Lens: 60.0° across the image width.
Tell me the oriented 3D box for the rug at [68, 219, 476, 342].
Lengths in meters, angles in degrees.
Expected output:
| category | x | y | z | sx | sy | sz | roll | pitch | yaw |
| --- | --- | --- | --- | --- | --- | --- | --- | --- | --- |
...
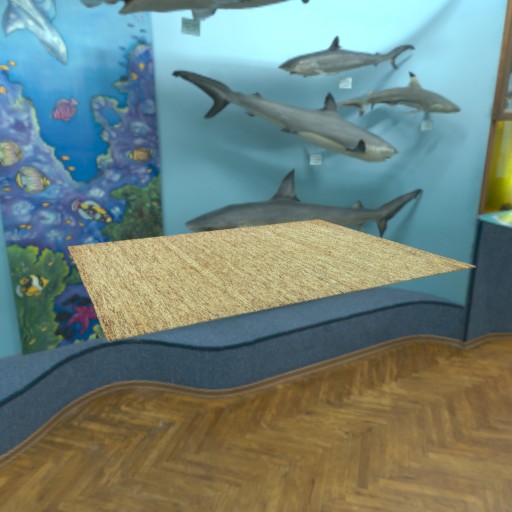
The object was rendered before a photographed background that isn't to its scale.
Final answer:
| category | x | y | z | sx | sy | sz | roll | pitch | yaw |
| --- | --- | --- | --- | --- | --- | --- | --- | --- | --- |
| rug | 0.000 | 0.000 | 4.325 | 3.200 | 0.012 | 2.438 | -8 | 18 | -26 |
